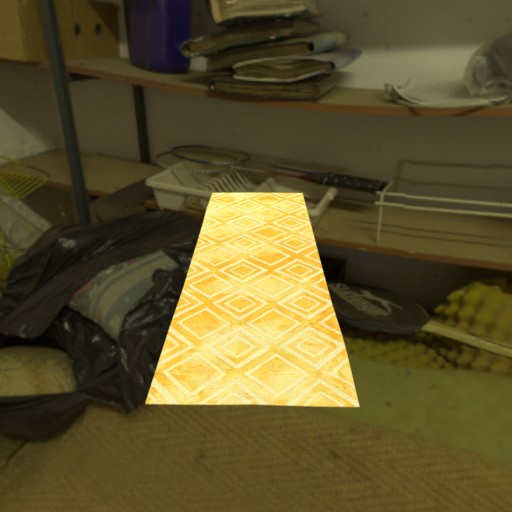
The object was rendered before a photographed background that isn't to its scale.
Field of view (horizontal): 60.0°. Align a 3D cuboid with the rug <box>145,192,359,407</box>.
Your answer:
[{"bbox_3d":[0.000,0.000,2.671,0.775,0.010,2.438,0,26,1],"label":"rug"}]
